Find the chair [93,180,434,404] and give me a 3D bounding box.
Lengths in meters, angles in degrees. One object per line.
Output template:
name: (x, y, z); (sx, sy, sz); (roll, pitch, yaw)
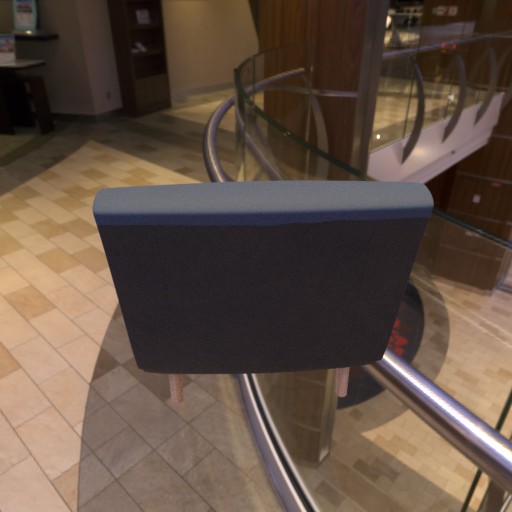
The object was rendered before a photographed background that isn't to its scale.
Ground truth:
chair: (0.000, 0.000, 1.535); (0.770, 0.808, 0.900); (-1, 30, -3)
